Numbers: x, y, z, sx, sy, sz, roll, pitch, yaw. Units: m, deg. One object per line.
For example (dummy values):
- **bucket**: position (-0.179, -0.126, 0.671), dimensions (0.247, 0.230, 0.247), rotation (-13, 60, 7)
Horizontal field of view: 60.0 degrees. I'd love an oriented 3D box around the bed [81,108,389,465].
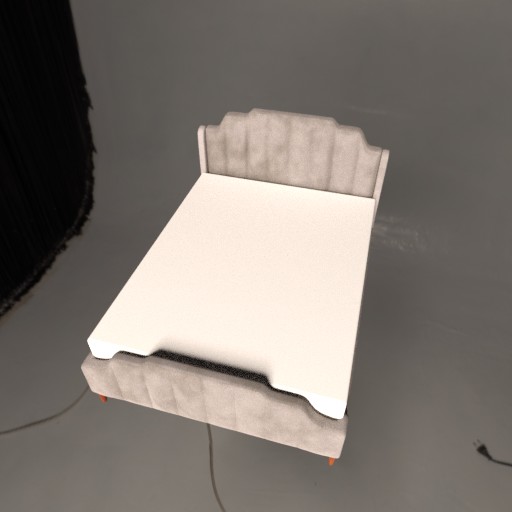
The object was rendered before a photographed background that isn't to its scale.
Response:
- **bed**: position (0.000, 0.000, 3.323), dimensions (1.676, 1.245, 2.340), rotation (11, 43, 12)
